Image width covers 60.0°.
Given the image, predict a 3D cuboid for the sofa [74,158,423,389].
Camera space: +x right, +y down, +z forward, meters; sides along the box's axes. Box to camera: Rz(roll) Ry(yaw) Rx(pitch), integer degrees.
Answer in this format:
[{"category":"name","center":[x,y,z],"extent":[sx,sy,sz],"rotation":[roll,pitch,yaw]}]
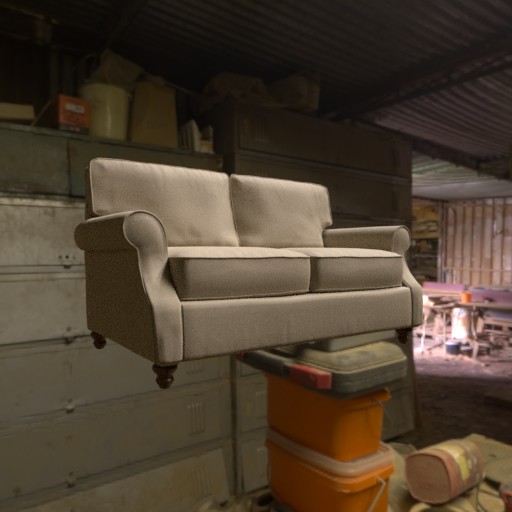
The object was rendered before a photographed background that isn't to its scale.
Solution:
[{"category":"sofa","center":[0.000,0.000,2.295],"extent":[1.665,0.937,0.964],"rotation":[0,0,-35]}]
